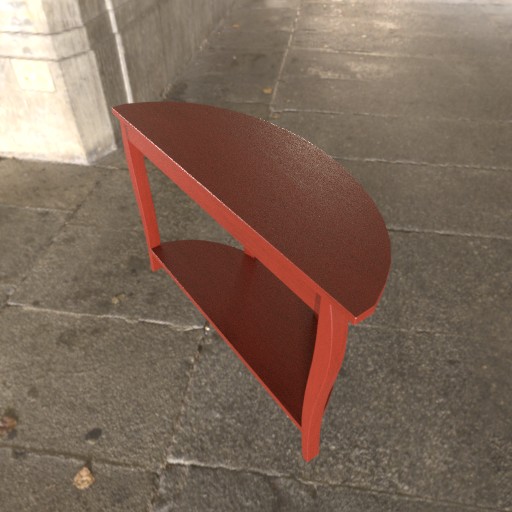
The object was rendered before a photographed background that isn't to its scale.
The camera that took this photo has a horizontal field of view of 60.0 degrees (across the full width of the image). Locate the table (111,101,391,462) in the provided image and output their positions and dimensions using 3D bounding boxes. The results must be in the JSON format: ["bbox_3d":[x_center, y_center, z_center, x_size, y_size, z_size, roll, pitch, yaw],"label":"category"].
[{"bbox_3d":[0.000,0.000,1.591,0.405,0.779,1.219,-26,48,-26],"label":"table"}]
